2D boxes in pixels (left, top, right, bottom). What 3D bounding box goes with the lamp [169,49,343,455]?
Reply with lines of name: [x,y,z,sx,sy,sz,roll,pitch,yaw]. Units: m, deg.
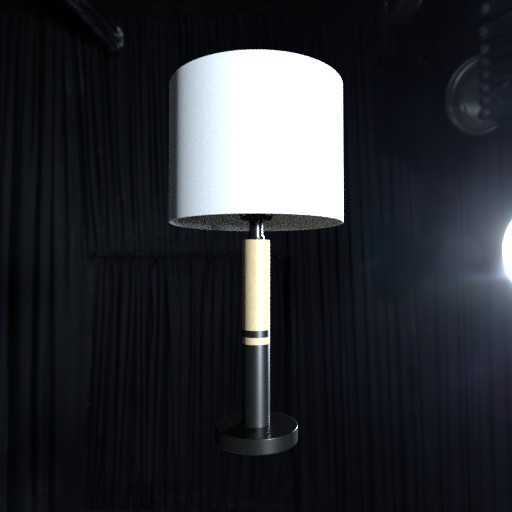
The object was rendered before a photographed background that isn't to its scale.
lamp: [0.000,0.000,0.786,0.305,0.640,0.305,0,-2,0]
